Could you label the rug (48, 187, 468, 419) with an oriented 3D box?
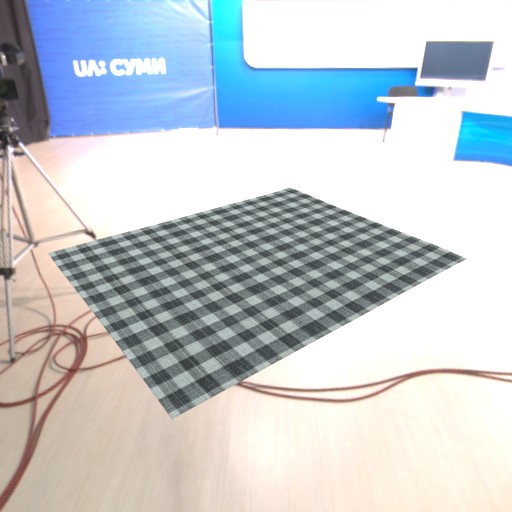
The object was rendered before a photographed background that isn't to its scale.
[{"bbox_3d":[0.000,0.000,4.089,3.021,0.013,2.432,-20,34,-32],"label":"rug"}]
